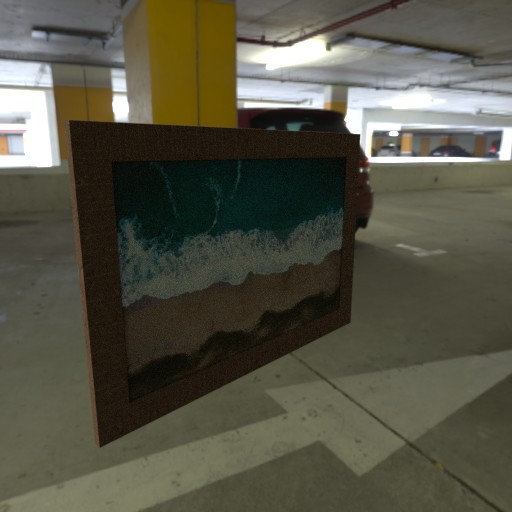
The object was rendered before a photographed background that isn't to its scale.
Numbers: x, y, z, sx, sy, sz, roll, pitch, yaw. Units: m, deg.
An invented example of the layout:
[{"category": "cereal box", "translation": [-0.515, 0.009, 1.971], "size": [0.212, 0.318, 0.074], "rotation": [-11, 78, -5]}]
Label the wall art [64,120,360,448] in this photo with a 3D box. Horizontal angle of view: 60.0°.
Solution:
[{"category": "wall art", "translation": [0.000, 0.000, 1.137], "size": [0.019, 0.626, 0.917], "rotation": [13, 18, 42]}]
